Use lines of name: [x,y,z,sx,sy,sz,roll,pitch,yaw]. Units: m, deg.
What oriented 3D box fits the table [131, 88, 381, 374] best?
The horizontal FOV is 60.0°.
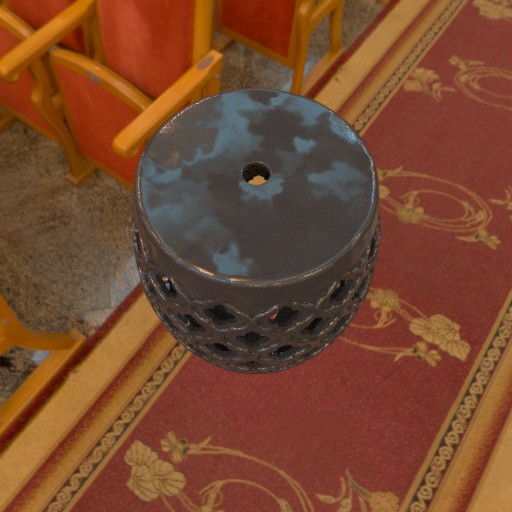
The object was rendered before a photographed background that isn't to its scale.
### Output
table: [0.000,0.000,0.641,0.325,0.388,0.325,0,63,0]
